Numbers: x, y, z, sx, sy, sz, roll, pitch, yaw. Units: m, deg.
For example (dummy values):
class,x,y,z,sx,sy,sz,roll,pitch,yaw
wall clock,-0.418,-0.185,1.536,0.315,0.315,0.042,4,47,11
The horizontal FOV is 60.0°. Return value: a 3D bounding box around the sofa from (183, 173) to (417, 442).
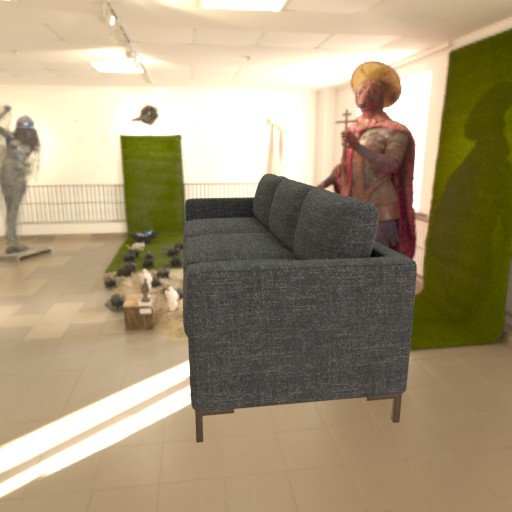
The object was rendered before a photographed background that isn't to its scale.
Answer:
class,x,y,z,sx,sy,sz,roll,pitch,yaw
sofa,0.000,0.000,2.651,0.859,0.874,2.218,-2,14,-9
